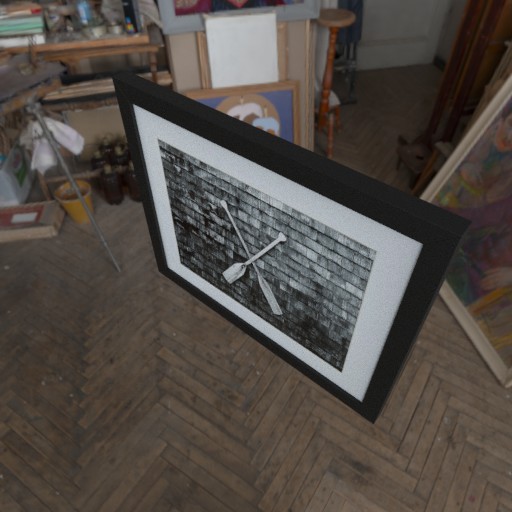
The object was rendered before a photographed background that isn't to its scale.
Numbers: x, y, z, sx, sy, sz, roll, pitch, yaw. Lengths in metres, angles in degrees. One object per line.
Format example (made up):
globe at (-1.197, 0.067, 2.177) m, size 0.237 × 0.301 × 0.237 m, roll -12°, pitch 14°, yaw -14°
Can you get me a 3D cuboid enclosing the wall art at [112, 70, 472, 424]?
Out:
wall art at (0.000, 0.000, 0.739) m, size 0.558 × 0.457 × 0.029 m, roll 31°, pitch 54°, yaw 26°
